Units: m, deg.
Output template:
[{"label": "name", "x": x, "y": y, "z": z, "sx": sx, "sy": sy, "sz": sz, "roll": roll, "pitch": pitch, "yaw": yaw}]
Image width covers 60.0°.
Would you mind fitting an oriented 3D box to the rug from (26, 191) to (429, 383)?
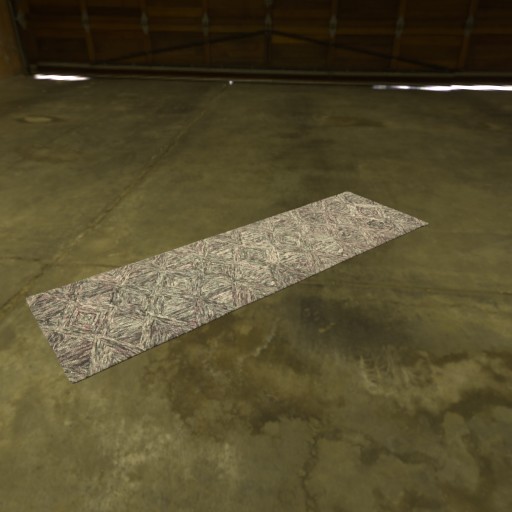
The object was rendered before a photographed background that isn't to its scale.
[{"label": "rug", "x": 0.000, "y": 0.000, "z": 2.527, "sx": 2.305, "sy": 0.013, "sz": 0.719, "roll": -21, "pitch": 36, "yaw": -32}]
